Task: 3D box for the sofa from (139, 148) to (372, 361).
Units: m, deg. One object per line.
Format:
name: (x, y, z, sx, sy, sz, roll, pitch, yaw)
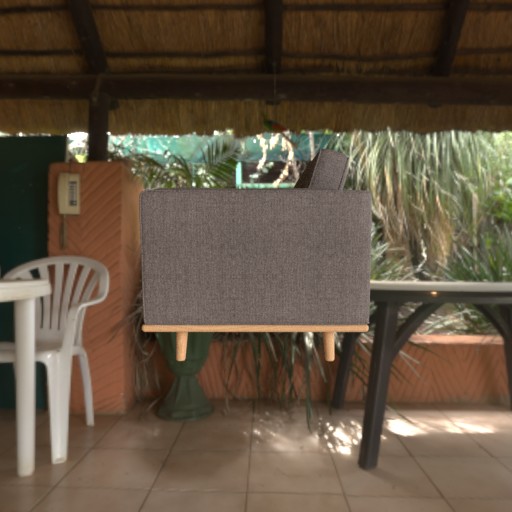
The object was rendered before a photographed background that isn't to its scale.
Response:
sofa: (0.000, 0.000, 2.799, 0.903, 0.899, 2.362, 0, -1, 0)
